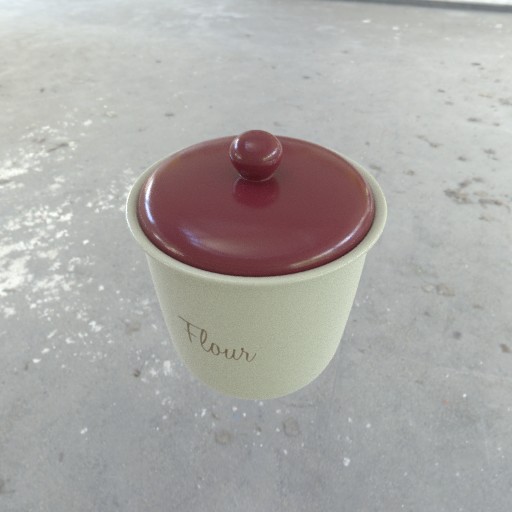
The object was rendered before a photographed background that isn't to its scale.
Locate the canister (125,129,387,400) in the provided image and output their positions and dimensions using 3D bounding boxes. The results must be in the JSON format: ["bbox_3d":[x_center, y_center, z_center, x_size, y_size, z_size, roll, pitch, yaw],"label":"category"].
[{"bbox_3d":[0.000,0.000,0.353,0.182,0.208,0.182,0,41,0],"label":"canister"}]
